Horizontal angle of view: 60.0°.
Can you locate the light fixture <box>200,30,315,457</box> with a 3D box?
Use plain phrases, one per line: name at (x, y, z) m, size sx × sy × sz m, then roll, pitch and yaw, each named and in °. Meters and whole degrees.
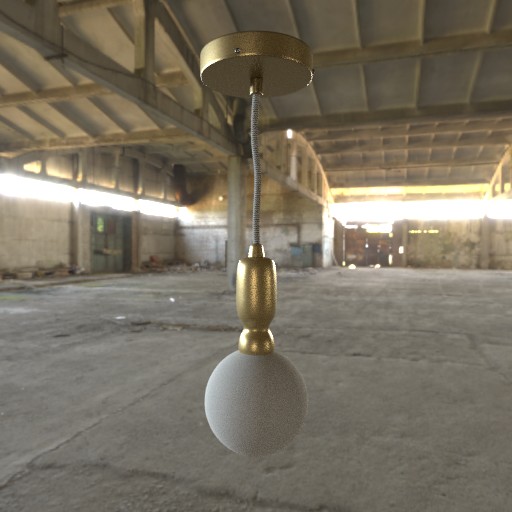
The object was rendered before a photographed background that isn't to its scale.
light fixture at (0.000, 0.000, 0.573) m, size 0.147 × 0.510 × 0.146 m, roll 0°, pitch 1°, yaw 17°
